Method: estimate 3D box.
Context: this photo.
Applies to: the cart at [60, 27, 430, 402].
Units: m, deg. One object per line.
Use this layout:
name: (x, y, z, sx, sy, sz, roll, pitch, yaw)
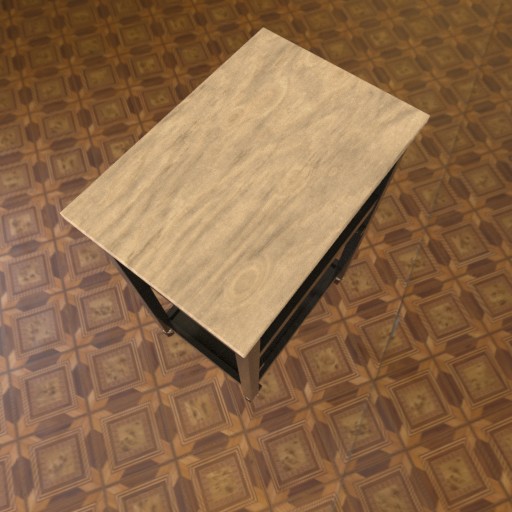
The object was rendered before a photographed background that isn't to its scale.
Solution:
cart: (0.000, 0.000, 1.181, 0.403, 0.839, 0.584, 35, 70, 15)
